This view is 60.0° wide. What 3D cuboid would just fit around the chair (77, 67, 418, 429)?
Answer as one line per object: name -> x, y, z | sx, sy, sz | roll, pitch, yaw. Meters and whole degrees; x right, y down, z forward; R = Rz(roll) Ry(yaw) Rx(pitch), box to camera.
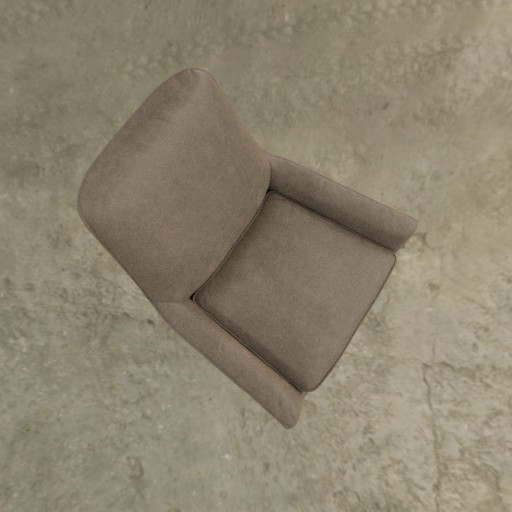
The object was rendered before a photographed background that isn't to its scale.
chair -> 0.000, 0.000, 1.477 | 0.824, 0.888, 0.787 | 33, 78, 8
